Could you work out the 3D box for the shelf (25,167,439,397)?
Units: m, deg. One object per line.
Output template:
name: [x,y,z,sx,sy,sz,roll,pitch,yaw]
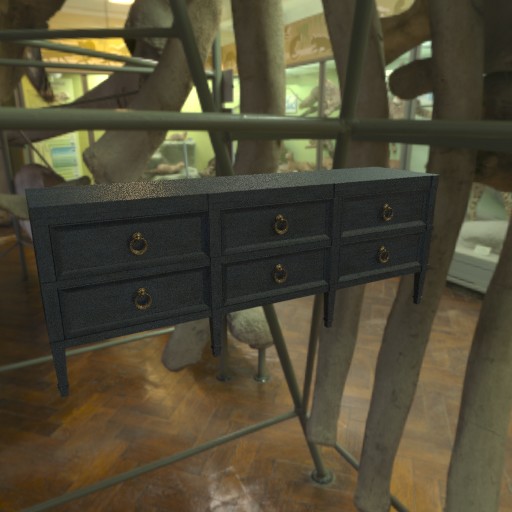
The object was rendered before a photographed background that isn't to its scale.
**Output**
shelf: [0.000,0.000,2.131,1.878,0.715,0.471,-9,19,-27]
